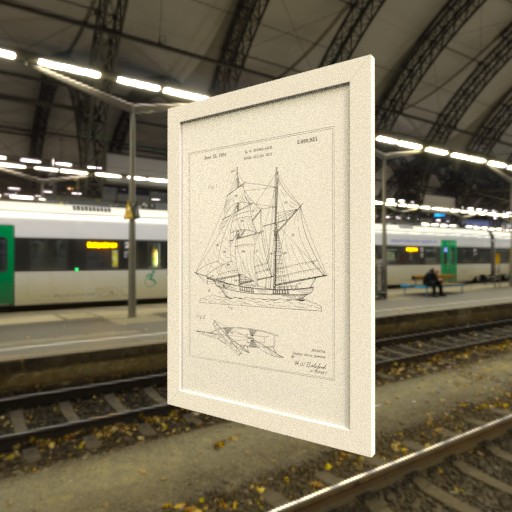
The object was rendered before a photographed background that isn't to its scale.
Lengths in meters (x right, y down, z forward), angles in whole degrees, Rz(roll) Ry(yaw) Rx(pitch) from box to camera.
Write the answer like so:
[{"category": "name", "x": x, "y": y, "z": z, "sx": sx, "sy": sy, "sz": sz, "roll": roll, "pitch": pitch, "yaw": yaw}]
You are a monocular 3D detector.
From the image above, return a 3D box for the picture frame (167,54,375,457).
[{"category": "picture frame", "x": 0.000, "y": 0.000, "z": 0.601, "sx": 0.326, "sy": 0.459, "sz": 0.011, "roll": 0, "pitch": 0, "yaw": 35}]
